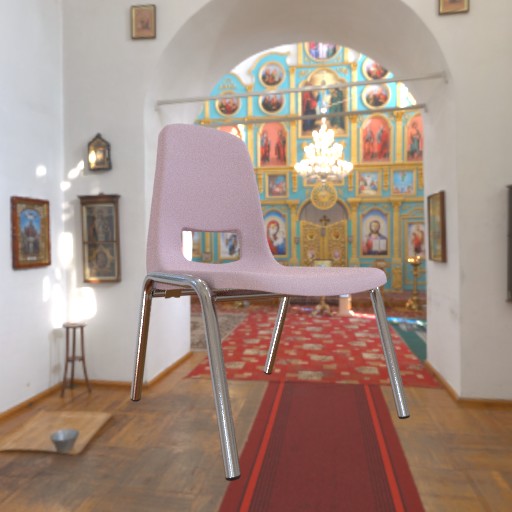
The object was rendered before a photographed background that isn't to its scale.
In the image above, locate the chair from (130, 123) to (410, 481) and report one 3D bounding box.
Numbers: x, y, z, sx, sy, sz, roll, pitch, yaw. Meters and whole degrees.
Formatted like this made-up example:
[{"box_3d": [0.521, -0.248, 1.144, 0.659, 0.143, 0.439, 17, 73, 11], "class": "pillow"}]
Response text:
[{"box_3d": [0.000, 0.000, 0.777, 0.354, 0.536, 0.385, 0, 0, -36], "class": "chair"}]
